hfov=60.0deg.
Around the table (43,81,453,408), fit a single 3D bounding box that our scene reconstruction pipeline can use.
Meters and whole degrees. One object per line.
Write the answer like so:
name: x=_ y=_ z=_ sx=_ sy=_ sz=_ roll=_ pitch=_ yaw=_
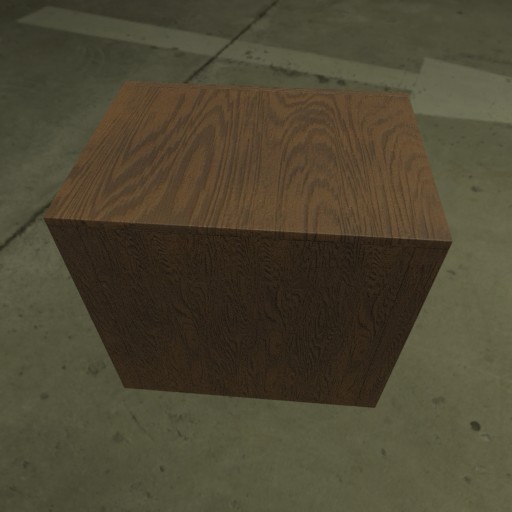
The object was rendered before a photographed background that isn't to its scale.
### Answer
table: x=0.000 y=0.000 z=0.964 sx=0.560 sy=0.585 sz=0.439 roll=4 pitch=48 yaw=3
